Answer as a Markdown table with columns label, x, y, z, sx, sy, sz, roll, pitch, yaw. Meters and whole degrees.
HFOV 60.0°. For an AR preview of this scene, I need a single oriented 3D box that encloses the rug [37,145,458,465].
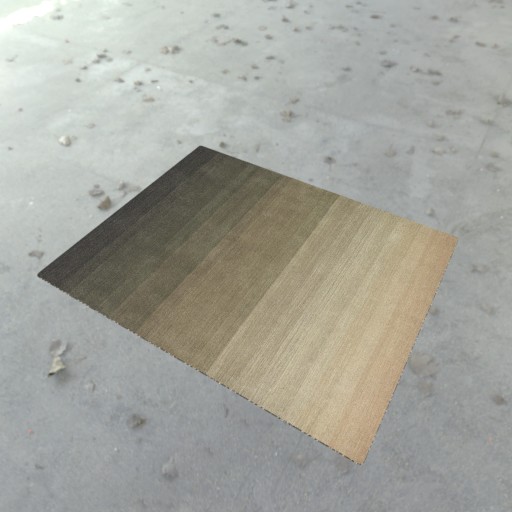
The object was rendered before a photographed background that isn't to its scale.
| label | x | y | z | sx | sy | sz | roll | pitch | yaw |
| --- | --- | --- | --- | --- | --- | --- | --- | --- | --- |
| rug | 0.000 | 0.000 | 3.846 | 2.902 | 0.017 | 2.305 | 24 | 51 | 21 |
